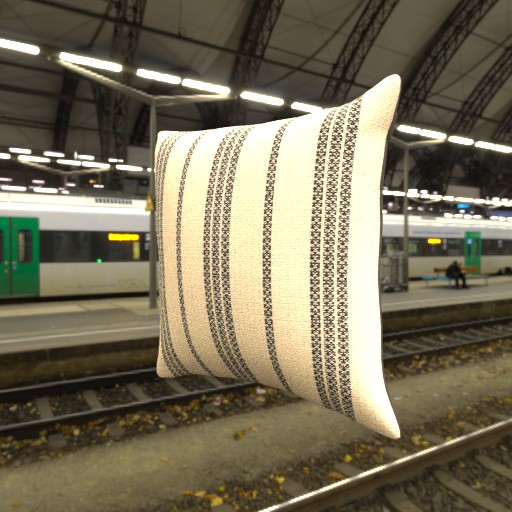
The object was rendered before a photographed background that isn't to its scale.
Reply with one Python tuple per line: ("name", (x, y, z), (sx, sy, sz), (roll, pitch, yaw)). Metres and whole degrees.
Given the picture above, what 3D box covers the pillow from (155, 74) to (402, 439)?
("pillow", (0.000, 0.000, 0.614), (0.405, 0.406, 0.173), (1, 1, 37))
